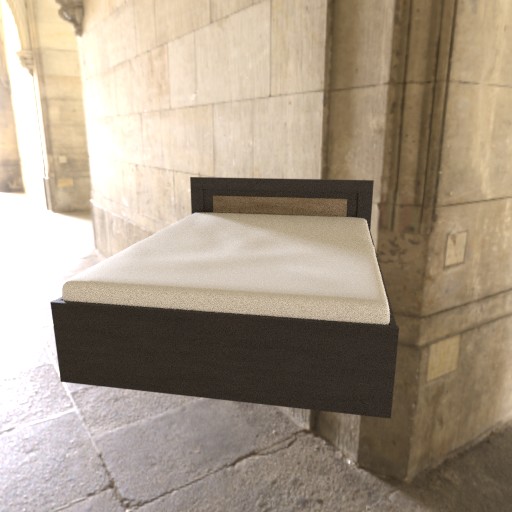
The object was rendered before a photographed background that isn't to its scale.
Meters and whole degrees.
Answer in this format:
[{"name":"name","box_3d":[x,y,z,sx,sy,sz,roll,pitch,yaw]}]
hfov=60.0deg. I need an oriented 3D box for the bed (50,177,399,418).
[{"name":"bed","box_3d":[0.000,0.000,2.936,1.585,0.823,2.073,3,16,10]}]
